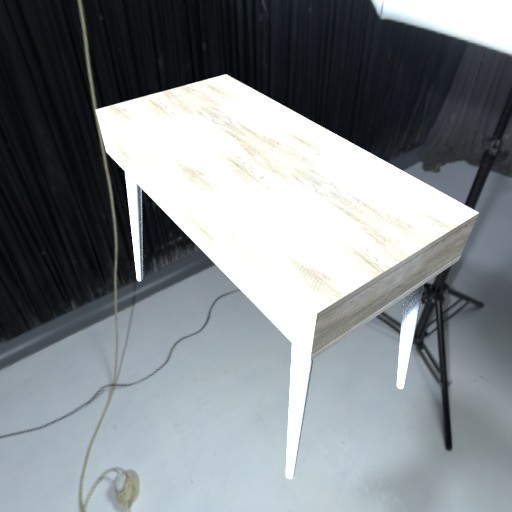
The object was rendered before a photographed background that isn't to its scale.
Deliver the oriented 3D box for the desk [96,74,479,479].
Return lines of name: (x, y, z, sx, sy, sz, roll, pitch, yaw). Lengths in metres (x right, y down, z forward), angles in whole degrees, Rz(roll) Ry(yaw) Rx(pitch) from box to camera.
desk: (0.000, 0.000, 1.385, 0.491, 0.723, 0.979, -27, 49, -26)
